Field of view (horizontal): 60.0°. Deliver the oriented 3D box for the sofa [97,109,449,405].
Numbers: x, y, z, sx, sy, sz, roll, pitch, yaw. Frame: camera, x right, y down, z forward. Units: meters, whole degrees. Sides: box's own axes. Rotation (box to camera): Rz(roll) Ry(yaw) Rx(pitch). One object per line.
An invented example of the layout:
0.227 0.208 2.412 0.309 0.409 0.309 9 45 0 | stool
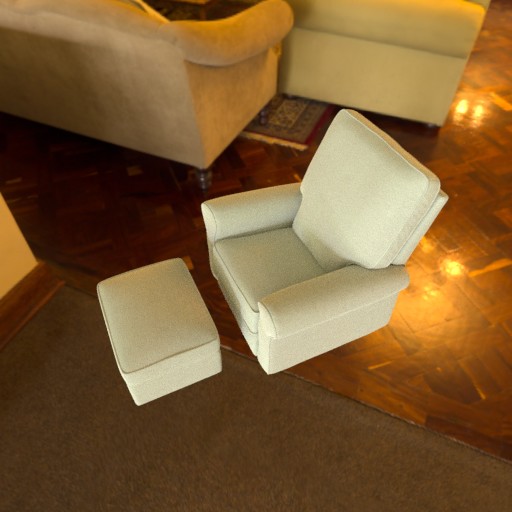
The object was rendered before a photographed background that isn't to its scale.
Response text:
0.000 0.000 2.100 1.478 0.959 0.880 -19 49 -17 | sofa
